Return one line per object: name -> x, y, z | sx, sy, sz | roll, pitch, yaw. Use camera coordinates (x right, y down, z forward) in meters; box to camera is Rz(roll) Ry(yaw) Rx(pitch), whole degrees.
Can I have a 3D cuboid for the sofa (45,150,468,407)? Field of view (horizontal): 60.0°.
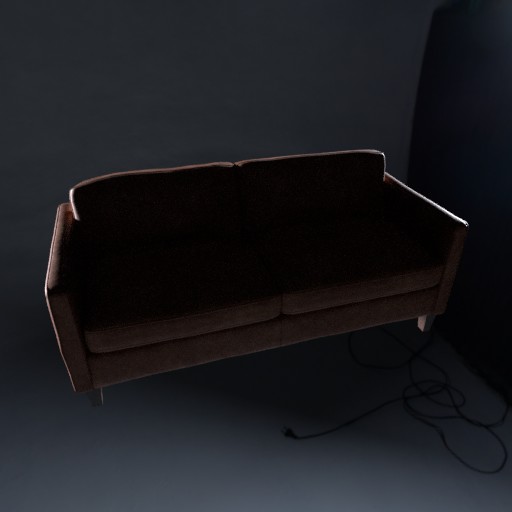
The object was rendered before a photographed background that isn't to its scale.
sofa -> 0.000, 0.000, 2.401 | 1.971, 0.863, 0.923 | -9, 32, -15
